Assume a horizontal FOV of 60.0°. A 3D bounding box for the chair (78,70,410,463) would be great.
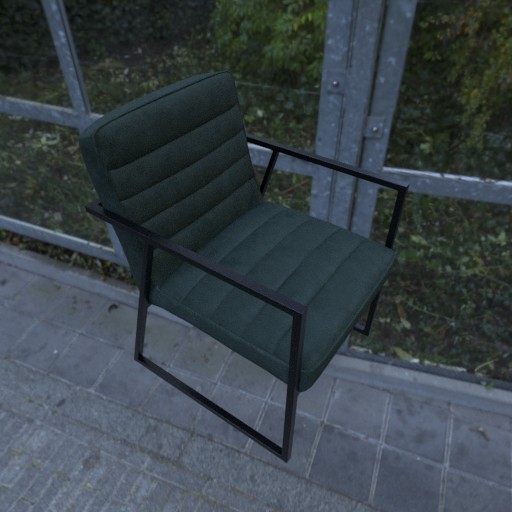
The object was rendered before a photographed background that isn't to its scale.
[{"bbox_3d":[0.000,0.000,1.279,0.677,0.833,0.571,25,46,26],"label":"chair"}]
